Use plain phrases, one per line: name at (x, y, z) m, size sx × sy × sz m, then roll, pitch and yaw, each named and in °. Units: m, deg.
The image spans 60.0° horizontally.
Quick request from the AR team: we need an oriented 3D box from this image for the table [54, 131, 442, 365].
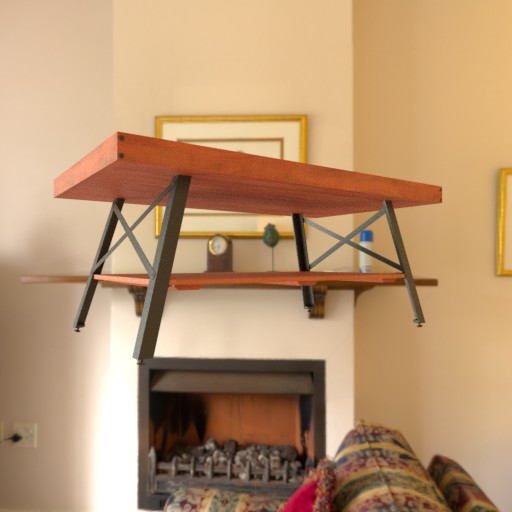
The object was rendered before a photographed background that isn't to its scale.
table at (0.000, 0.000, 1.393) m, size 1.067 × 0.457 × 0.610 m, roll 1°, pitch -1°, yaw -35°
